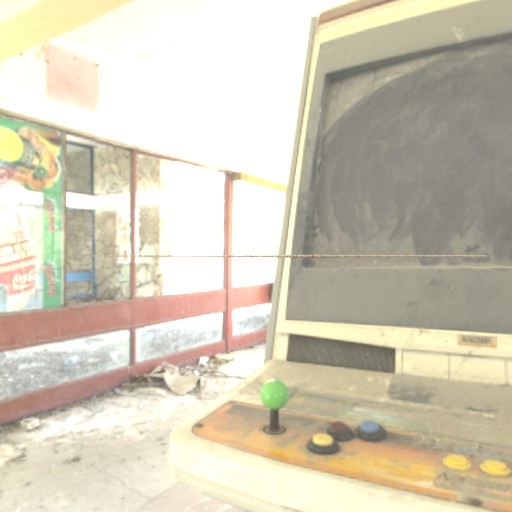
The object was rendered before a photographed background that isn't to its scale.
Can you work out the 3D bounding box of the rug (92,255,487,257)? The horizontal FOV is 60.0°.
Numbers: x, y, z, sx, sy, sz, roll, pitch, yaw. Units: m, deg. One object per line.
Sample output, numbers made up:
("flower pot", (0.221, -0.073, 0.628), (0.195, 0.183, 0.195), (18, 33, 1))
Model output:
("rug", (0.000, 0.000, 3.091), (1.549, 0.010, 2.464), (0, 0, -37))
